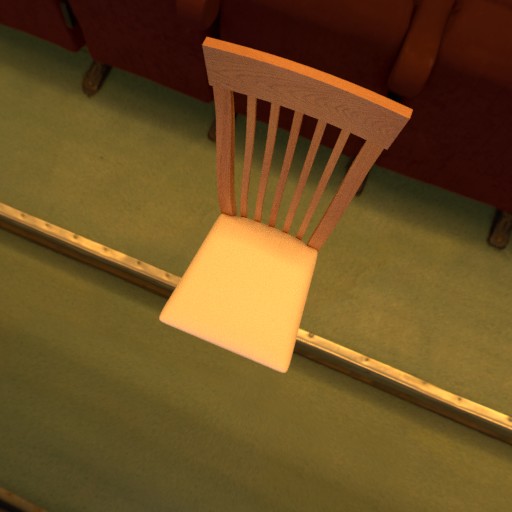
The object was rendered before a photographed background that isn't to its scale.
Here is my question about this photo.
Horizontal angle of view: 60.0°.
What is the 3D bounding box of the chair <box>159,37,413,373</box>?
[{"bbox_3d":[0.000,0.000,1.350,0.450,1.050,0.580,22,77,5],"label":"chair"}]
